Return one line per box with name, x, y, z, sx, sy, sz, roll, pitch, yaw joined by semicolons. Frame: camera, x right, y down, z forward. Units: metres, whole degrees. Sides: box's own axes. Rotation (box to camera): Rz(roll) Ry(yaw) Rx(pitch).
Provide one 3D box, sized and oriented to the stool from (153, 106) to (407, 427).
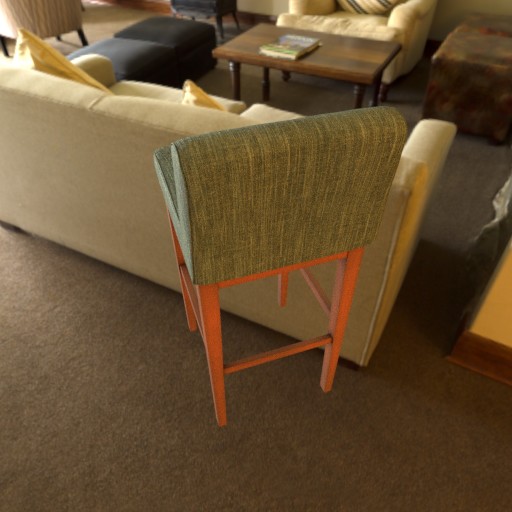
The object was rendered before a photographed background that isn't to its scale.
stool;0.000;0.000;1.226;0.426;0.965;0.499;-13;44;-14
